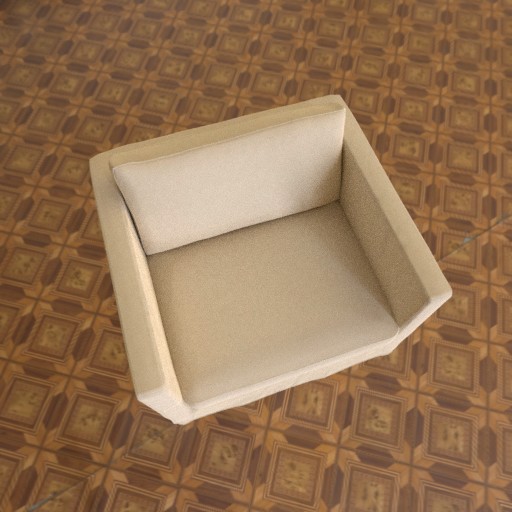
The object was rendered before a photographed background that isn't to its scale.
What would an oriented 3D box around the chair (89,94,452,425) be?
[{"bbox_3d":[0.000,0.000,1.763,1.057,0.851,0.947,-17,65,-8],"label":"chair"}]
